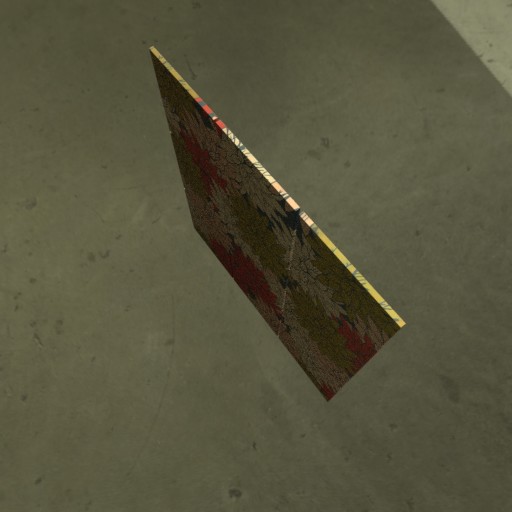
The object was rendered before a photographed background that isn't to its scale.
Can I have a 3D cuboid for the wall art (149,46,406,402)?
[{"bbox_3d":[0.000,0.000,1.372,0.013,0.913,0.904,-33,68,-15],"label":"wall art"}]
